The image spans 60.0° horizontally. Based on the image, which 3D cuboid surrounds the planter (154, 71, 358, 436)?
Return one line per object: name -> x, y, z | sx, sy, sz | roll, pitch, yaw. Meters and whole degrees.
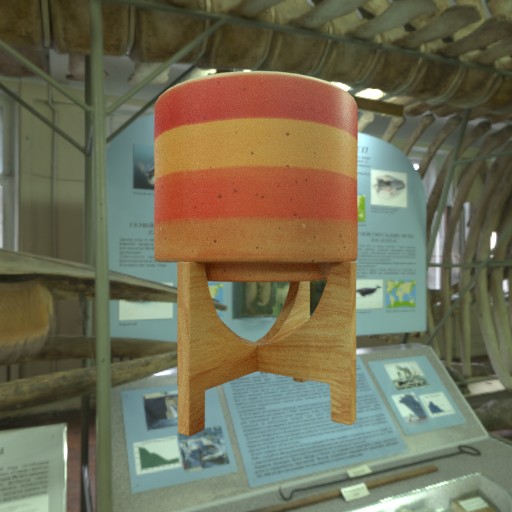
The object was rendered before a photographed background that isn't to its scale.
planter -> 0.000, 0.000, 0.577 | 0.269, 0.379, 0.269 | 0, 0, 0
